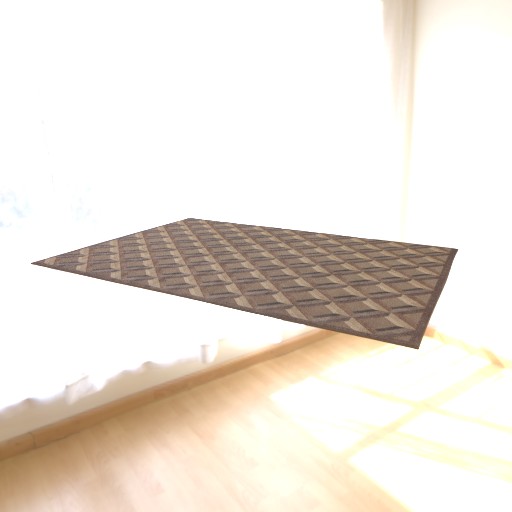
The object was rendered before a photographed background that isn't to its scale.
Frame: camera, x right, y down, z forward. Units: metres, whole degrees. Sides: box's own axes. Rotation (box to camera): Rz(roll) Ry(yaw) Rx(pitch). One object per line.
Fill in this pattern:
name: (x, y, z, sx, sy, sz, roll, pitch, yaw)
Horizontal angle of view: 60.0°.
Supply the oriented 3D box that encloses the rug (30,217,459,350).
rug: (0.000, 0.000, 2.843, 2.260, 0.013, 1.600, 9, 18, 27)
